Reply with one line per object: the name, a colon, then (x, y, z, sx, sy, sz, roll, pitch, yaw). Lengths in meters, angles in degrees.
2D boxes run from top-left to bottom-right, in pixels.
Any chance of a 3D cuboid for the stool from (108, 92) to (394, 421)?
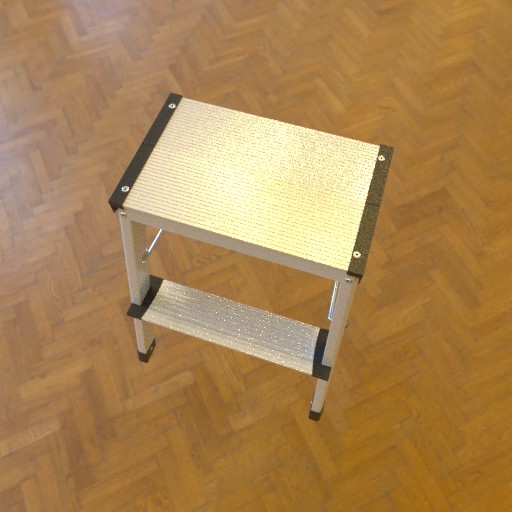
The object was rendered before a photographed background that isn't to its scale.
stool: (0.000, 0.000, 0.798, 0.404, 0.480, 0.405, 16, 64, 8)
